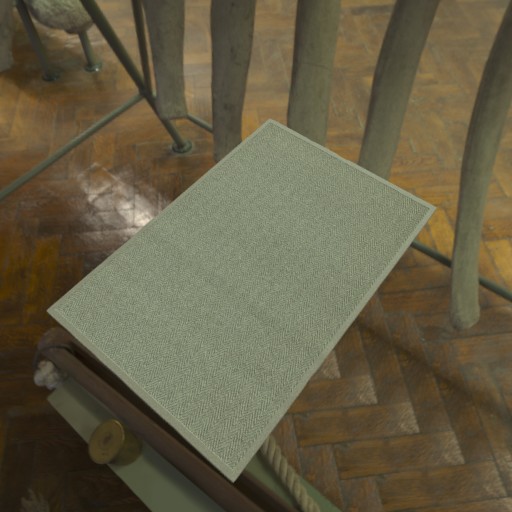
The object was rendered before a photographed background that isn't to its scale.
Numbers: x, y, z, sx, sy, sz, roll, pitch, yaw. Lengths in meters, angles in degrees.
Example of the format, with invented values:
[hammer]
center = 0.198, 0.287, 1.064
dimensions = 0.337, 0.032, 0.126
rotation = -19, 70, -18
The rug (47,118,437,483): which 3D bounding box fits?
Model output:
[rug]
center = 0.000, 0.000, 2.994
dimensions = 1.540, 0.021, 2.290
rotation = 34, 64, 20
